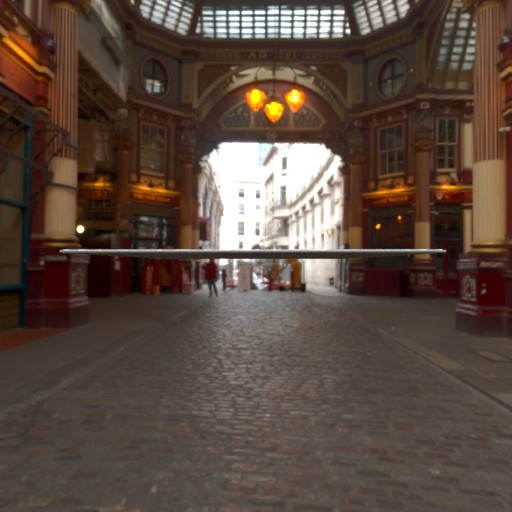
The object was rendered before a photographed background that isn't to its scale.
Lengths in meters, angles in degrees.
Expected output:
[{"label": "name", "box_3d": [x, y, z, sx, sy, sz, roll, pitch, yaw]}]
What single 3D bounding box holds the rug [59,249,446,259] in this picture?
[{"label": "rug", "box_3d": [0.000, 0.000, 2.905, 1.578, 0.014, 2.206, 0, -1, 1]}]
